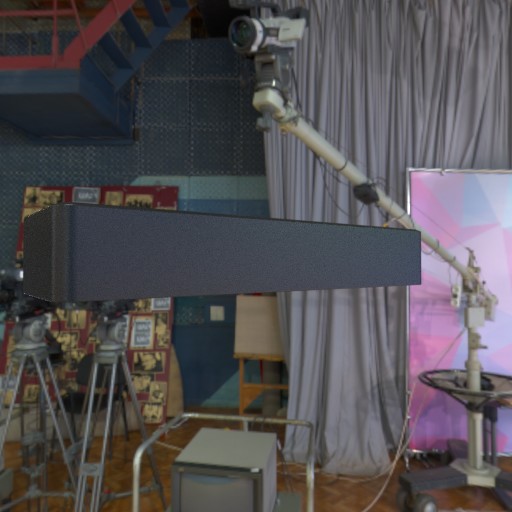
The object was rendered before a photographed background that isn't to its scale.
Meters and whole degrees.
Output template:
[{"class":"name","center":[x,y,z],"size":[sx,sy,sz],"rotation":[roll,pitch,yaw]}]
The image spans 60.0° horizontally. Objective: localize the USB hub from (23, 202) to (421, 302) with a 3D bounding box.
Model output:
[{"class":"USB hub","center":[0.000,0.000,0.160],"size":[0.145,0.023,0.044],"rotation":[1,-1,-37]}]
